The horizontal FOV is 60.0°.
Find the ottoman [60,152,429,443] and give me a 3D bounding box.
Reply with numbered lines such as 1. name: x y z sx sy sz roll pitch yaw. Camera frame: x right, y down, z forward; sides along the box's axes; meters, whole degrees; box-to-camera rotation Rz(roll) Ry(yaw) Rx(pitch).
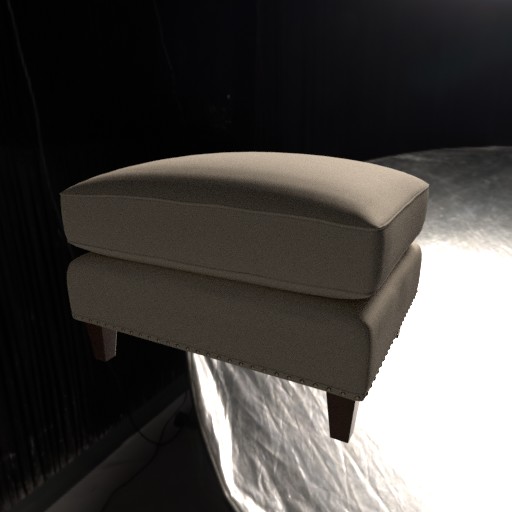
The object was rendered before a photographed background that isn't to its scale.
1. ottoman: 0.000 0.000 1.137 0.741 0.513 0.584 9 19 27
